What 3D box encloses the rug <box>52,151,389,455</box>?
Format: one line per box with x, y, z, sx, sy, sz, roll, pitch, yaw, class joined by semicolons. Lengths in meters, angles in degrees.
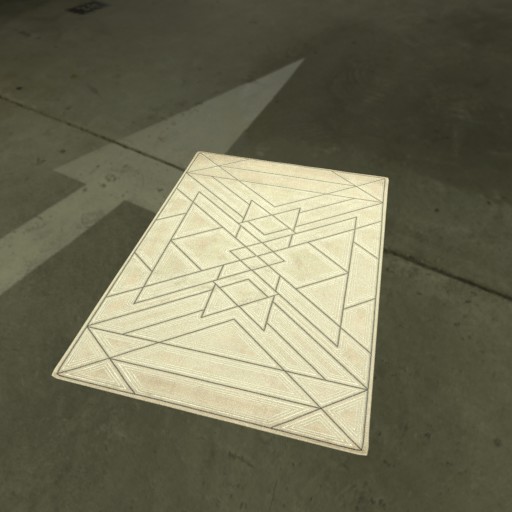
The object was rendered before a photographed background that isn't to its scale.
0.000;0.000;4.385;2.436;0.026;3.381;10;45;10;rug
